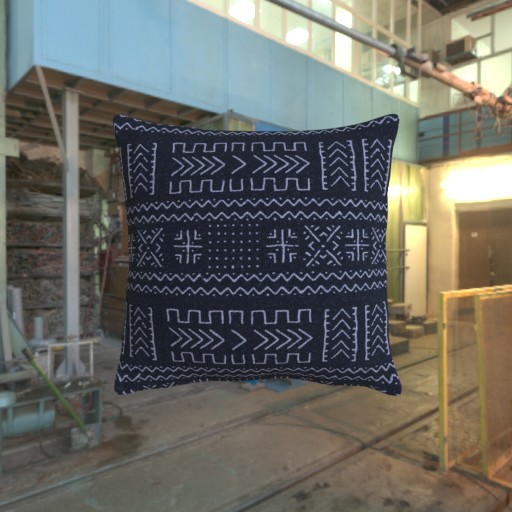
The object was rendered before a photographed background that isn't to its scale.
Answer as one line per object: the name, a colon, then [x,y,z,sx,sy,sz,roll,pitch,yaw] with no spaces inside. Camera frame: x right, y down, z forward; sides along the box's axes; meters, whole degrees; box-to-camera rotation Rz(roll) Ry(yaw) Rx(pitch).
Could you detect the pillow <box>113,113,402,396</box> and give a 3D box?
pillow: [0.000,0.000,0.671,0.438,0.430,0.164,0,1,3]
